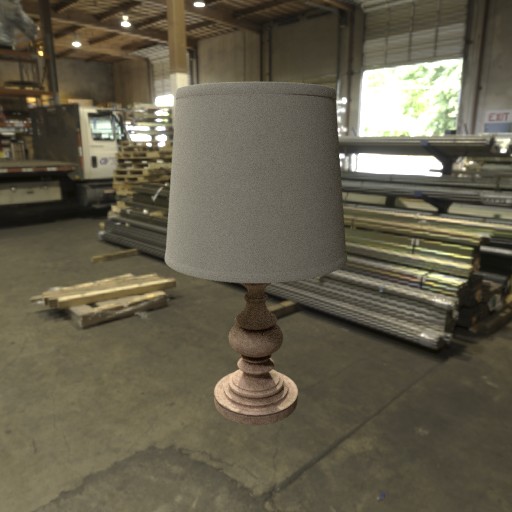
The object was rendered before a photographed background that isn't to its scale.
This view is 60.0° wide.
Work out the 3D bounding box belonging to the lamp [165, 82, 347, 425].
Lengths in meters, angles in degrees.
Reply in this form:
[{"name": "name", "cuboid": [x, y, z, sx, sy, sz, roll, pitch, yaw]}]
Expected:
[{"name": "lamp", "cuboid": [0.000, 0.000, 0.676, 0.273, 0.497, 0.273, 0, 15, 0]}]
